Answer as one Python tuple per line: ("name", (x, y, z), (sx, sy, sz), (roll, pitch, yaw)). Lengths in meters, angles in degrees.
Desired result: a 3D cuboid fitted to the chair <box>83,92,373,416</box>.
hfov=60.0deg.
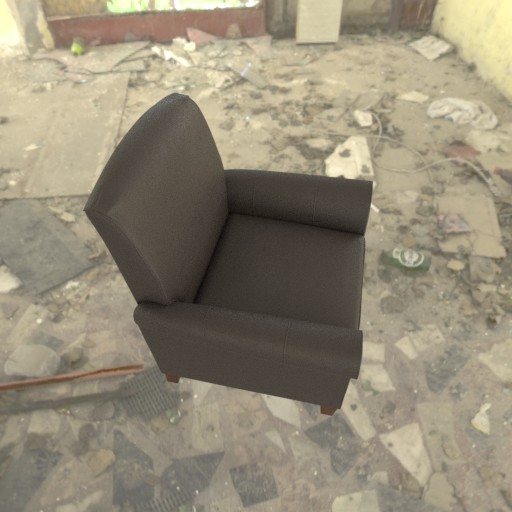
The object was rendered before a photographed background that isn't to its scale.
("chair", (0.000, 0.000, 1.807), (0.902, 1.061, 0.978), (9, 47, 9))
